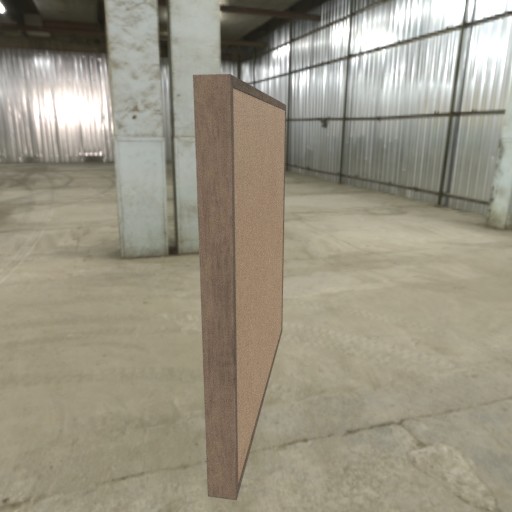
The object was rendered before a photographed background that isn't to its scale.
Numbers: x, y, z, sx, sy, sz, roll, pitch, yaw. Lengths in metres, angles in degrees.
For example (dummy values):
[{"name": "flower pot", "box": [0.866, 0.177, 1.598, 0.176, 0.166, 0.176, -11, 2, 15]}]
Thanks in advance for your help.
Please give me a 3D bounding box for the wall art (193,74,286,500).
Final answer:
[{"name": "wall art", "box": [0.000, 0.000, 0.743, 0.038, 0.508, 0.508, 3, 16, 10]}]
